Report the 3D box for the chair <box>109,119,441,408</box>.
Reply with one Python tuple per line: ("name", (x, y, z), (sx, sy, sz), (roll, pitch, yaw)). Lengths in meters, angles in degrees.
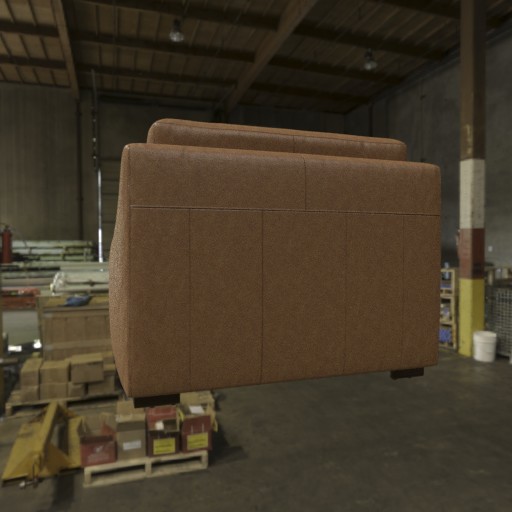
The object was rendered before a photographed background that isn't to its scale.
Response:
("chair", (0.000, 0.000, 2.019), (1.276, 0.978, 1.050), (0, 2, -19))
